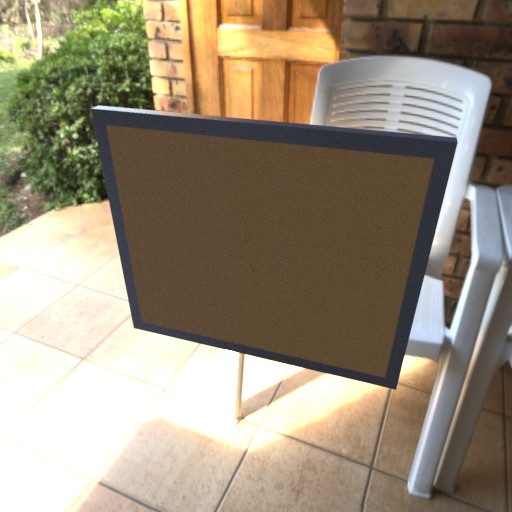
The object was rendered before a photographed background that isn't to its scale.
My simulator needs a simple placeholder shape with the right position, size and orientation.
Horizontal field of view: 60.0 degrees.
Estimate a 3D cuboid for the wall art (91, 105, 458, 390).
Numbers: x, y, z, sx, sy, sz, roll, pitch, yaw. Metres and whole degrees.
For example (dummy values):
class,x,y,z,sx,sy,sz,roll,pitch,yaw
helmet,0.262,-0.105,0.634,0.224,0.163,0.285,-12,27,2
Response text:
class,x,y,z,sx,sy,sz,roll,pitch,yaw
wall art,0.000,0.000,0.926,0.660,0.558,0.026,10,34,15
